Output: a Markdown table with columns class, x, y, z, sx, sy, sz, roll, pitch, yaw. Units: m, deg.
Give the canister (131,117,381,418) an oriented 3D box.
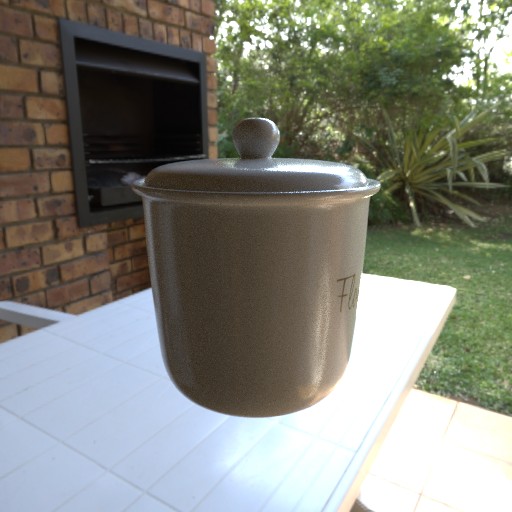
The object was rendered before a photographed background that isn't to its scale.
| class | x | y | z | sx | sy | sz | roll | pitch | yaw |
| --- | --- | --- | --- | --- | --- | --- | --- | --- | --- |
| canister | 0.000 | 0.000 | 0.349 | 0.182 | 0.208 | 0.182 | 0 | 14 | 0 |
